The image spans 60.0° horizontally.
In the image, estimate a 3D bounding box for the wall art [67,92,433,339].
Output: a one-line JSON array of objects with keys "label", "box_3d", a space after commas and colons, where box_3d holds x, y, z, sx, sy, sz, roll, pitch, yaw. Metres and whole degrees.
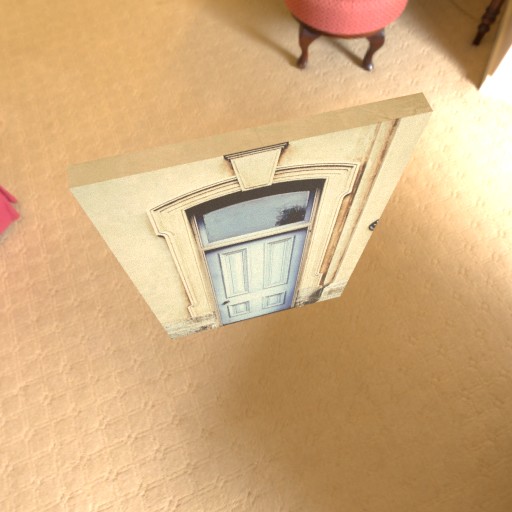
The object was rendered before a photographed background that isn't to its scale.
[{"label": "wall art", "box_3d": [0.000, 0.000, 0.951, 0.508, 0.764, 0.038, -13, 66, -6]}]
